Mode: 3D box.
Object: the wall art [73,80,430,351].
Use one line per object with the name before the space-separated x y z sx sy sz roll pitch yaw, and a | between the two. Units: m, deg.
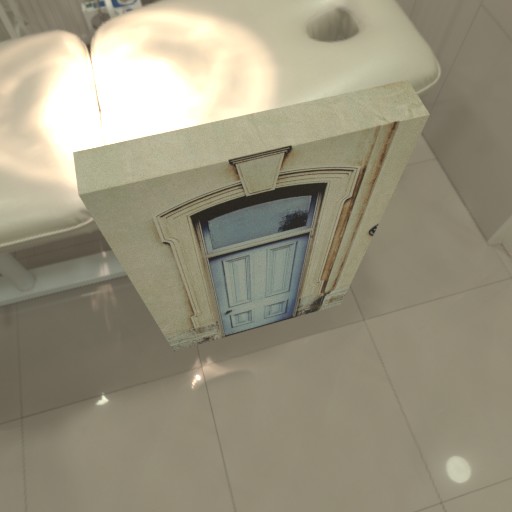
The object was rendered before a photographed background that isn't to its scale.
wall art | 0.000 0.000 0.485 0.254 0.381 0.038 -15 64 -7
